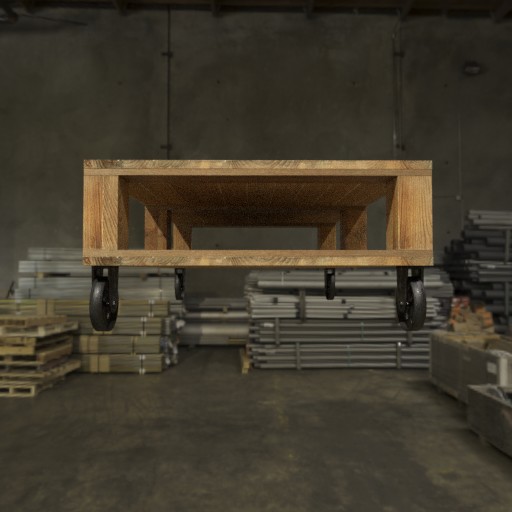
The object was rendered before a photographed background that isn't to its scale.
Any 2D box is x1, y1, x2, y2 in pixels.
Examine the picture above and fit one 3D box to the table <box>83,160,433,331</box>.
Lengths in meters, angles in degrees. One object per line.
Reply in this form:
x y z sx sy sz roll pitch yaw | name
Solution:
0.000 0.000 1.695 0.827 0.413 1.299 0 -2 -1 | table
